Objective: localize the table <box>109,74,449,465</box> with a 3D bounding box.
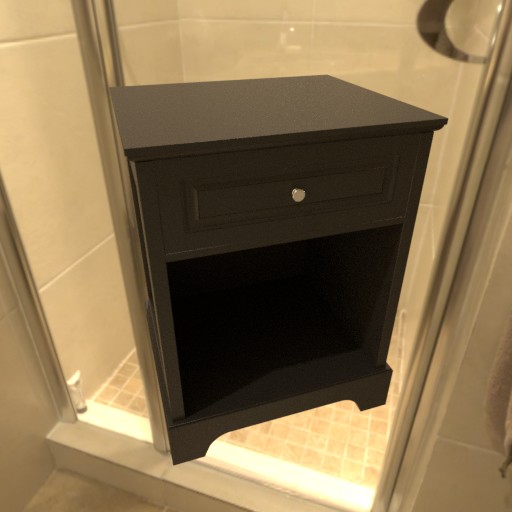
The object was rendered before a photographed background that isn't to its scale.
[{"bbox_3d":[0.000,0.000,0.902,0.460,0.610,0.399,-10,33,-16],"label":"table"}]
